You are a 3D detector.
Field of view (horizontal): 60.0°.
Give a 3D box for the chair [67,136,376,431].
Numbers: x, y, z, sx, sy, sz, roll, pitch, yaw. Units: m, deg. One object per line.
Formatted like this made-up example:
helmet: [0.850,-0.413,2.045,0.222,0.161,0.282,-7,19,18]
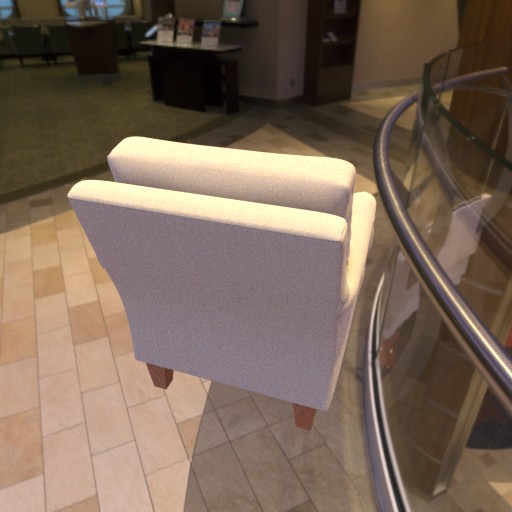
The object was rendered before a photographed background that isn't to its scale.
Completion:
chair: [0.000,0.000,1.856,0.895,1.076,1.078,10,33,16]
